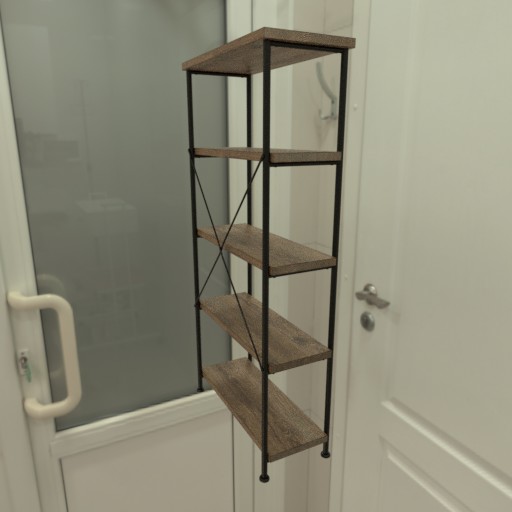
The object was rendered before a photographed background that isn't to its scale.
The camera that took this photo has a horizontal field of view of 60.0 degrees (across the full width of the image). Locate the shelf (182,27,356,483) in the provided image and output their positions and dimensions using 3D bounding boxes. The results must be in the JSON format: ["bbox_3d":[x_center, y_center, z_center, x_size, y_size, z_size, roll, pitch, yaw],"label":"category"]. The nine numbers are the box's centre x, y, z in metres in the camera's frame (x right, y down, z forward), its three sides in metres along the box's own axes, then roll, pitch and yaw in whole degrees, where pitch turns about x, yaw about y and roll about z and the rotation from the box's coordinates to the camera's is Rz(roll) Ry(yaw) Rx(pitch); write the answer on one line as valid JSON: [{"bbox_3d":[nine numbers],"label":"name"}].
[{"bbox_3d":[0.000,0.000,2.009,0.360,1.700,0.800,-8,17,-26],"label":"shelf"}]
